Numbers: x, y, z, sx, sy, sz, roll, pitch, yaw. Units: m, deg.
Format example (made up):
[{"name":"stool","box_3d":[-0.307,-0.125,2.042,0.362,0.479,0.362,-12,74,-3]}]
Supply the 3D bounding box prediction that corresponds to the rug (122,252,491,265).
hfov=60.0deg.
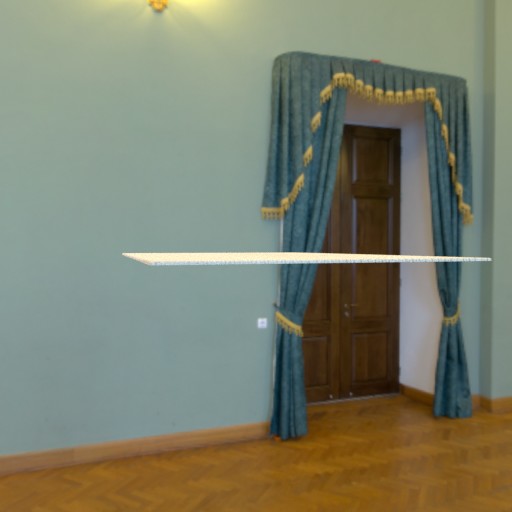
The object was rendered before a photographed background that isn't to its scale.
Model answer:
[{"name":"rug","box_3d":[0.000,0.000,2.770,1.509,0.013,2.144,0,1,-19]}]
